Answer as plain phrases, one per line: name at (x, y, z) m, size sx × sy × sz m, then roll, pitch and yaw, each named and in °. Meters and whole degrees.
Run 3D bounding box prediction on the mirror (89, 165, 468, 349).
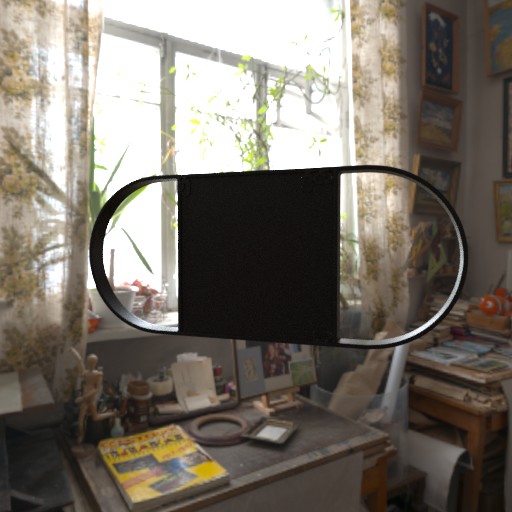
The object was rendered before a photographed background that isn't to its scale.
mirror at (0.000, 0.000, 0.674) m, size 0.584 × 0.254 × 0.032 m, roll 1°, pitch 2°, yaw 18°
